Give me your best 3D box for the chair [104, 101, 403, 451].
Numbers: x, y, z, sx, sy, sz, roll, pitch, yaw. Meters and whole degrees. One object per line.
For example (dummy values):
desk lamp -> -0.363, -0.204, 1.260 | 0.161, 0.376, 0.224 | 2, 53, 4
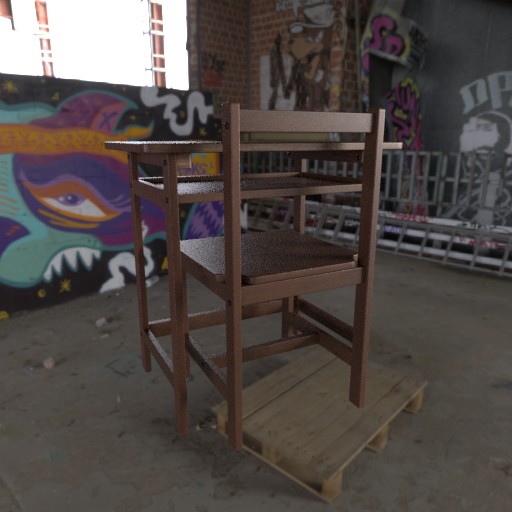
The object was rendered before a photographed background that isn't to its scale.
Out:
chair -> 0.000, 0.000, 1.084 | 0.599, 0.673, 0.463 | -8, 17, -27
